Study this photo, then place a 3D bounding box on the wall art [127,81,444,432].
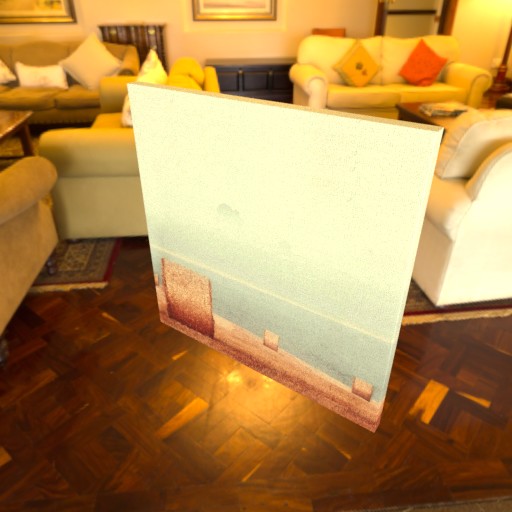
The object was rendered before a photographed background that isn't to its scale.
[{"bbox_3d":[0.000,0.000,0.896,0.605,0.605,0.034,20,36,30],"label":"wall art"}]
